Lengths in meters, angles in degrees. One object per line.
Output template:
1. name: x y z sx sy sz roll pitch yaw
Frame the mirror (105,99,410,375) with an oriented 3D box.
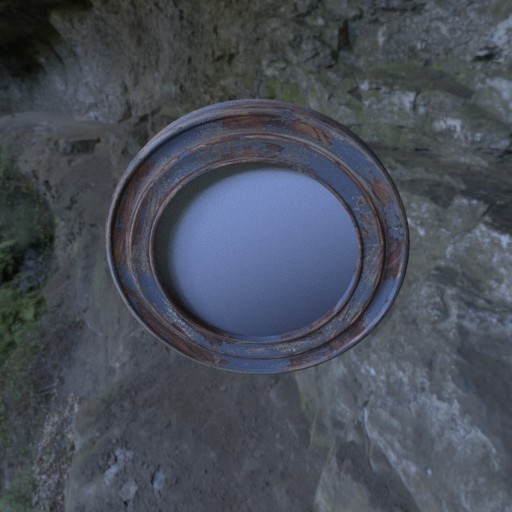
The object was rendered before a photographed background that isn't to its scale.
1. mirror: 0.000 0.000 0.879 0.585 0.585 0.061 1 29 2
